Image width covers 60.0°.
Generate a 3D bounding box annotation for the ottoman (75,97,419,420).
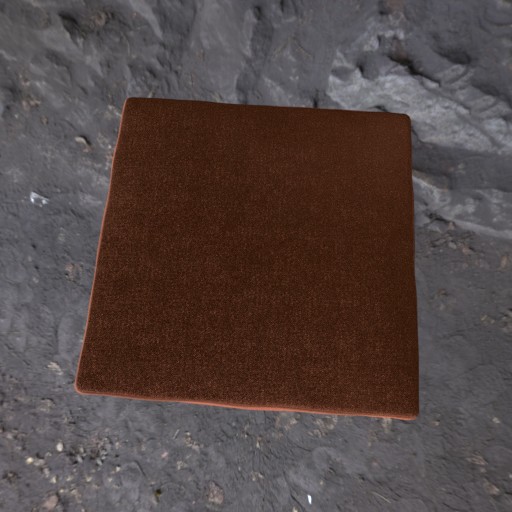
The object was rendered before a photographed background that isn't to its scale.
[{"bbox_3d":[0.000,0.000,1.538,0.999,0.438,0.997,4,74,1],"label":"ottoman"}]
